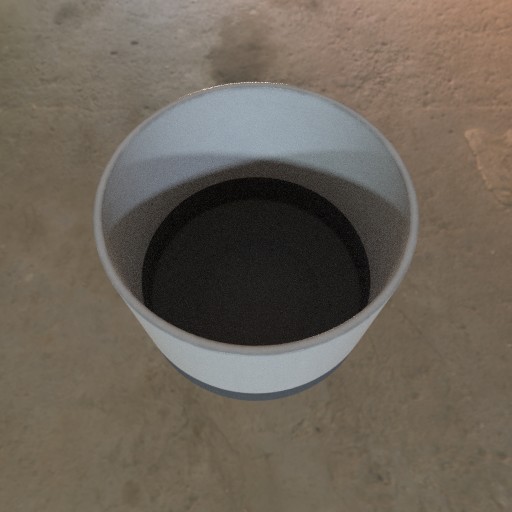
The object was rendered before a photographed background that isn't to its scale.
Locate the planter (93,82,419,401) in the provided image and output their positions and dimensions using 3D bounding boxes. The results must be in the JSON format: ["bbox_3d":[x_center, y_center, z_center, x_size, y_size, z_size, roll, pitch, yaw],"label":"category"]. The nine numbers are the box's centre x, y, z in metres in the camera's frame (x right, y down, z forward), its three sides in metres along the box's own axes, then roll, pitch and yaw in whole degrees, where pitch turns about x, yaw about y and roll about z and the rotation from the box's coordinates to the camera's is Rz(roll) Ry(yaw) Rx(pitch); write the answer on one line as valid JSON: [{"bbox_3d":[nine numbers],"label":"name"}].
[{"bbox_3d":[0.000,0.000,0.223,0.128,0.105,0.128,0,63,0],"label":"planter"}]
